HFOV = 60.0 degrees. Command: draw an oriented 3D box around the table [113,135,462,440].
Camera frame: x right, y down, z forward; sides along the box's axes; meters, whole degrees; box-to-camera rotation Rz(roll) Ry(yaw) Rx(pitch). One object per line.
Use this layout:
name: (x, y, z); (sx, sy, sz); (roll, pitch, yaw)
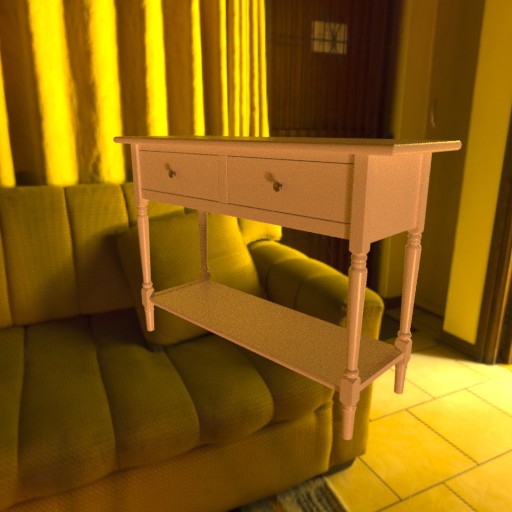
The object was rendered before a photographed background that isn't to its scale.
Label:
table: (0.000, 0.000, 1.584); (1.191, 0.814, 0.386); (15, 22, 42)
